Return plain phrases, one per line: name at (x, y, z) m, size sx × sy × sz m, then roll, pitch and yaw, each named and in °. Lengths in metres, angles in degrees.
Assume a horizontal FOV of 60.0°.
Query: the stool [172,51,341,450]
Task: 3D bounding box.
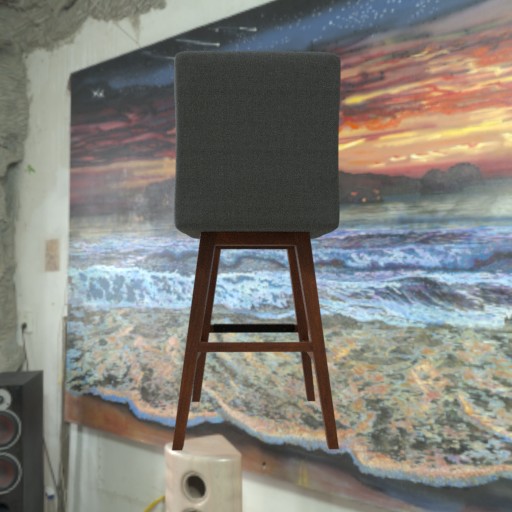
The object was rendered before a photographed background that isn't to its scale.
stool at (0.000, 0.000, 1.294) m, size 0.447 × 0.977 × 0.524 m, roll 0°, pitch -1°, yaw -1°
